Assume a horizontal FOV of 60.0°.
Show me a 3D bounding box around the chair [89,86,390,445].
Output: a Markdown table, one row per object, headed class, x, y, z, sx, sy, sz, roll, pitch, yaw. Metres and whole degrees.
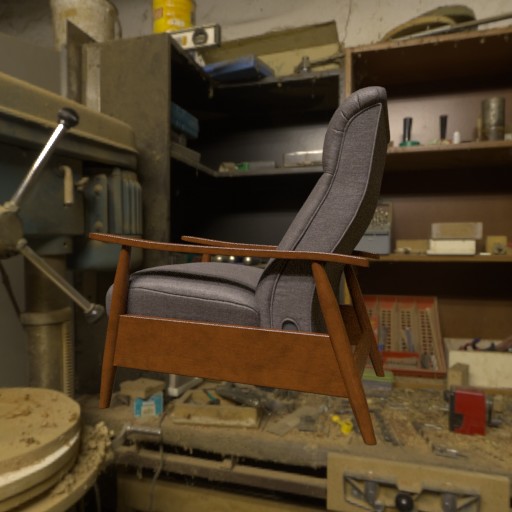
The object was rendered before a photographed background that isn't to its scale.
| class | x | y | z | sx | sy | sz | roll | pitch | yaw |
| --- | --- | --- | --- | --- | --- | --- | --- | --- | --- |
| chair | 0.000 | 0.000 | 1.778 | 1.014 | 1.081 | 0.762 | 1 | 2 | 18 |
